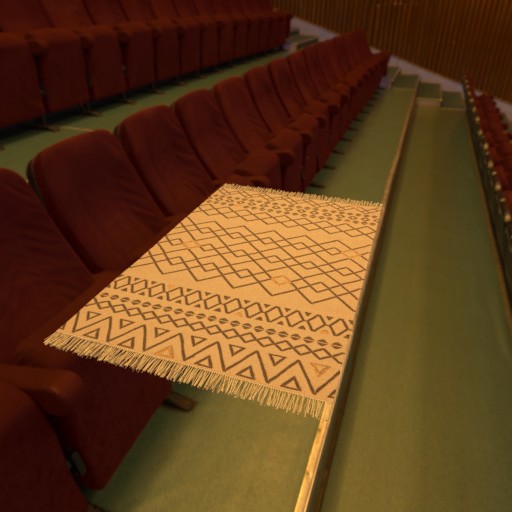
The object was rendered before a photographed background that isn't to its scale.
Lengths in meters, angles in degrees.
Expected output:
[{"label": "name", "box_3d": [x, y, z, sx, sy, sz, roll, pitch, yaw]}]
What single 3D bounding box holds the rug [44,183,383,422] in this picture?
[{"label": "rug", "box_3d": [0.000, 0.000, 2.519, 1.224, 0.028, 2.023, 10, 31, 17]}]
